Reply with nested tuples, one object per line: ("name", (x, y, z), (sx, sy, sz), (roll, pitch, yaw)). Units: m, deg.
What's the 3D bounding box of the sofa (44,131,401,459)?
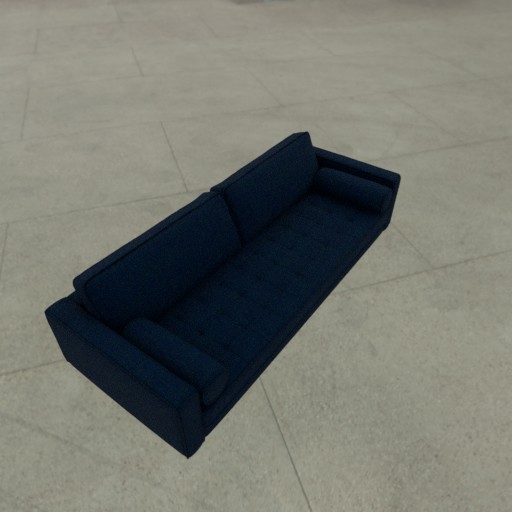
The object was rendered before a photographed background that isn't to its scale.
("sofa", (0.000, 0.000, 2.693), (0.914, 0.762, 2.210), (26, 47, 27))
